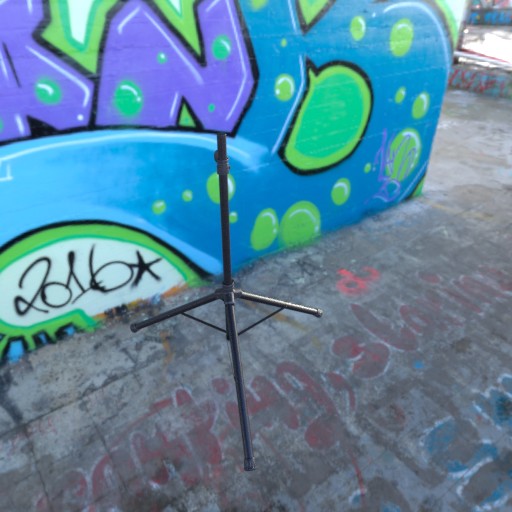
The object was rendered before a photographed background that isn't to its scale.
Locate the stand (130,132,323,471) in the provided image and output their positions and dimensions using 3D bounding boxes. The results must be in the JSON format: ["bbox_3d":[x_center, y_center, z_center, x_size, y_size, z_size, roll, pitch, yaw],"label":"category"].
[{"bbox_3d":[0.000,0.000,1.933,0.907,1.136,1.045,-22,39,-30],"label":"stand"}]
